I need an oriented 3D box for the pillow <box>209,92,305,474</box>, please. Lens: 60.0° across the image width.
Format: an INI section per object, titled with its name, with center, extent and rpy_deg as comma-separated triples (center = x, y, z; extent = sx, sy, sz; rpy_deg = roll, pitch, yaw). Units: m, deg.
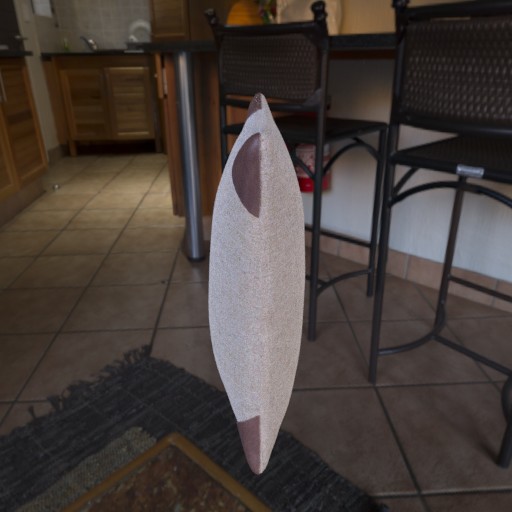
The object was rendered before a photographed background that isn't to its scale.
[pillow]
center = 0.000, 0.000, 0.695
extent = 0.147, 0.448, 0.437
rpy_deg = 0, 25, -1
